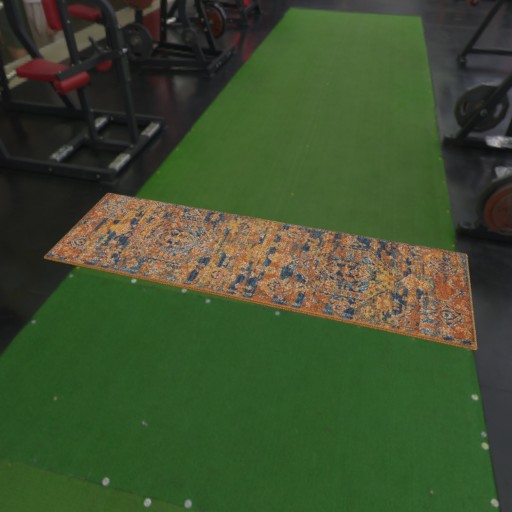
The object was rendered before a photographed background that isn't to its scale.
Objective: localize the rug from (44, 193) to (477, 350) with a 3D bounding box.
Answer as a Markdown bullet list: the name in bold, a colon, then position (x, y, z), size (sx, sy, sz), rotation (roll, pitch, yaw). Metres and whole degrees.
- **rug**: position (0.000, 0.000, 1.987), size (1.820, 0.013, 0.556), rotation (11, 42, 12)
